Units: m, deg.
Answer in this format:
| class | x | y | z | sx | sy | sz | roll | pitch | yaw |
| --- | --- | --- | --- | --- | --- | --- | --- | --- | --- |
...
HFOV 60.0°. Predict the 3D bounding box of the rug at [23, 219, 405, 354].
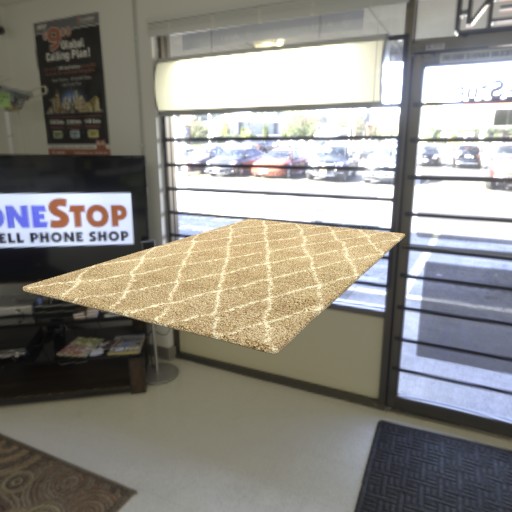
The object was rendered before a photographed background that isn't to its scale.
| class | x | y | z | sx | sy | sz | roll | pitch | yaw |
| --- | --- | --- | --- | --- | --- | --- | --- | --- | --- |
| rug | 0.000 | 0.000 | 3.046 | 1.524 | 0.030 | 2.438 | 8 | 17 | 28 |
